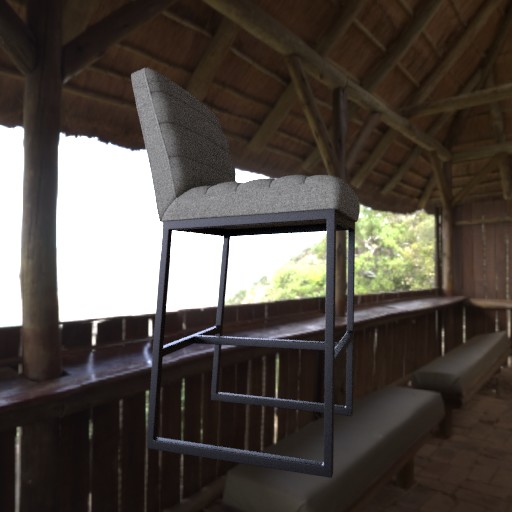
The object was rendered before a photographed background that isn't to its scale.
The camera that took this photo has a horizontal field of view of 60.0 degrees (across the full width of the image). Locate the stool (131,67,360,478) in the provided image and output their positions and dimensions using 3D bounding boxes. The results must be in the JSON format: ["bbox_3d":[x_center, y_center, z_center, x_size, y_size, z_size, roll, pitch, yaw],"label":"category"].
[{"bbox_3d":[0.000,0.000,1.321,0.571,1.034,0.459,0,0,19],"label":"stool"}]
